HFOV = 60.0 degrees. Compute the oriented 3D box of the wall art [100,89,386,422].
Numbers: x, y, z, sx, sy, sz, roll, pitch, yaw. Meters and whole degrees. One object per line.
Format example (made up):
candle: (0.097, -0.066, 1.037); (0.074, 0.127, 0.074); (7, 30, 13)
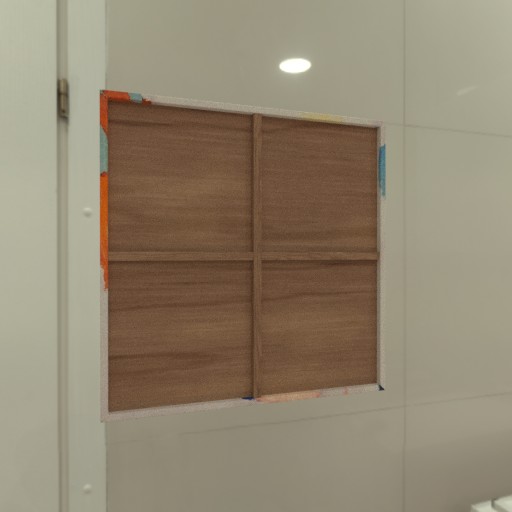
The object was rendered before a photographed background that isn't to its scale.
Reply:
wall art: (0.000, 0.000, 1.226); (0.814, 0.814, 0.037); (0, 0, -19)
